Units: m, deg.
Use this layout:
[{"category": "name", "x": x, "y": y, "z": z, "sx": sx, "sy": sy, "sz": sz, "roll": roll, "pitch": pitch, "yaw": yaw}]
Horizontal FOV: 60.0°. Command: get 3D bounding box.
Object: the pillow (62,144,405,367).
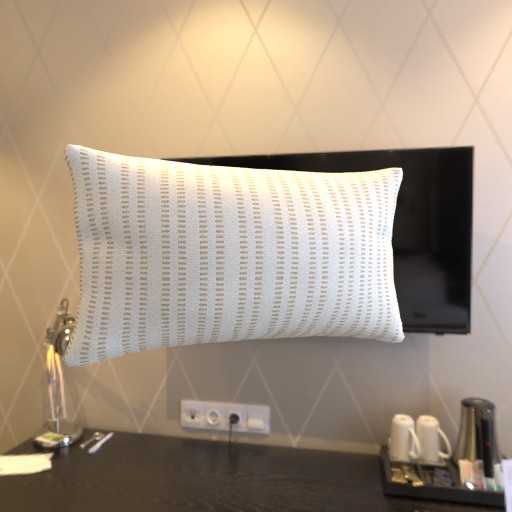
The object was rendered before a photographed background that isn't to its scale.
[{"category": "pillow", "x": 0.000, "y": 0.000, "z": 0.792, "sx": 0.640, "sy": 0.353, "sz": 0.210, "roll": 0, "pitch": 0, "yaw": -19}]
